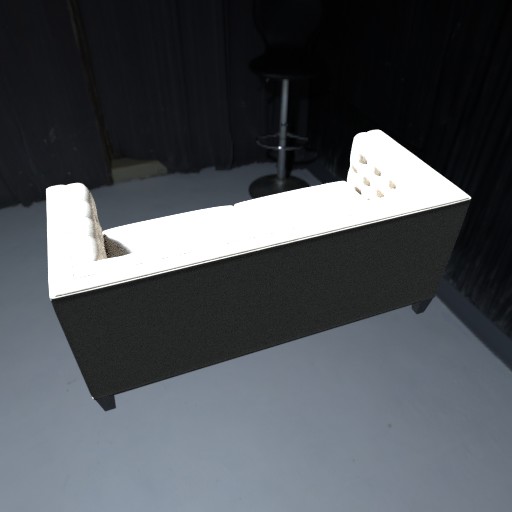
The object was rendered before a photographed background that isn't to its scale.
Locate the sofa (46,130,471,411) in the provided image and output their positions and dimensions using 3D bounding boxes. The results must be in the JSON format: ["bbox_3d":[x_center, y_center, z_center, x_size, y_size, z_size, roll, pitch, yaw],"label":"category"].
[{"bbox_3d":[0.000,0.000,2.247,1.778,0.762,0.775,-14,42,-15],"label":"sofa"}]
